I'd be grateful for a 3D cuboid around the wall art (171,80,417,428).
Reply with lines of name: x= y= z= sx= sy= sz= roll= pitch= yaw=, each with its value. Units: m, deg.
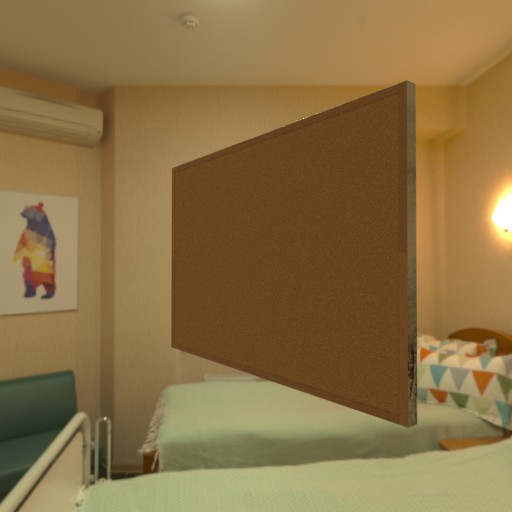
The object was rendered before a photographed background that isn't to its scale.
wall art: x=0.000 y=0.000 z=1.431 sx=0.035 sy=0.758 sz=1.141 roll=1 pitch=-1 yaw=-37
